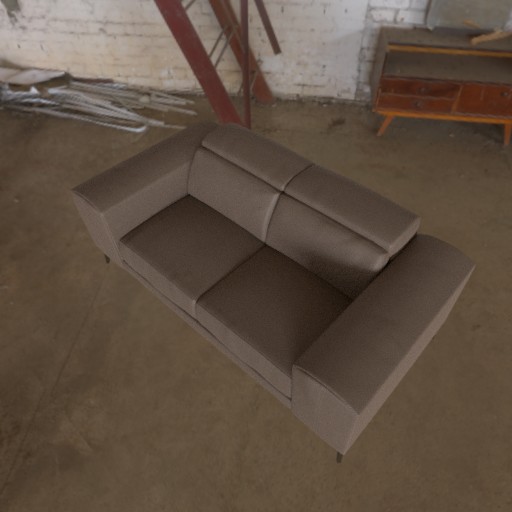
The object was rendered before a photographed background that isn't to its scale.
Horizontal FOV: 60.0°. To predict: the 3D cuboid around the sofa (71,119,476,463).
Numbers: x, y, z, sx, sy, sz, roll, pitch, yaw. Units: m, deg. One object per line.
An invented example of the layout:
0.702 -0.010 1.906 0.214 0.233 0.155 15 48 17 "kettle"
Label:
0.000 0.000 2.398 1.895 0.779 1.003 34 56 27 "sofa"
